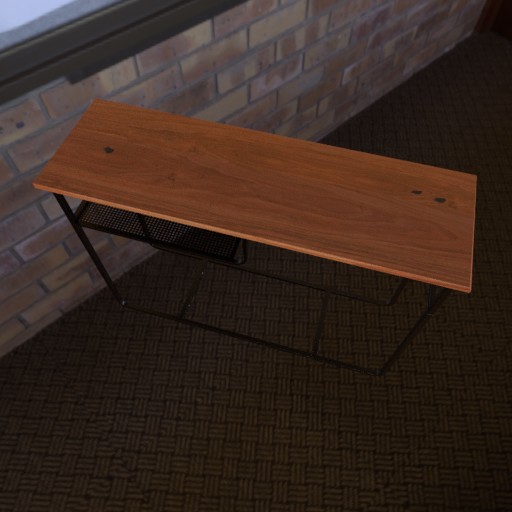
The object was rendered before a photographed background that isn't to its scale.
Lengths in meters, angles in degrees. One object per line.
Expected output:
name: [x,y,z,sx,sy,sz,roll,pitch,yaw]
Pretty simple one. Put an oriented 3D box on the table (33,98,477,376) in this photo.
table: [0.000,0.000,1.469,1.100,0.750,0.350,14,59,9]
